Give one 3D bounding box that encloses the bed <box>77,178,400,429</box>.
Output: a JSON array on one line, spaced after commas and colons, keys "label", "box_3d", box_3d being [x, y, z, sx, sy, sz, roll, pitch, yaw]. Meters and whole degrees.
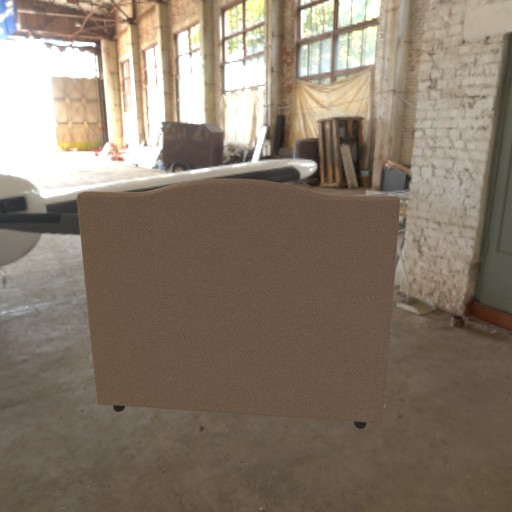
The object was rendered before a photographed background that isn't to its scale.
[{"label": "bed", "box_3d": [0.000, 0.000, 3.537, 1.821, 1.436, 2.282, 2, 16, 6]}]
